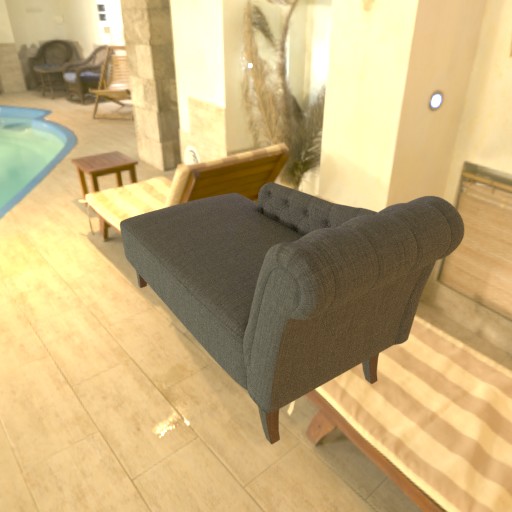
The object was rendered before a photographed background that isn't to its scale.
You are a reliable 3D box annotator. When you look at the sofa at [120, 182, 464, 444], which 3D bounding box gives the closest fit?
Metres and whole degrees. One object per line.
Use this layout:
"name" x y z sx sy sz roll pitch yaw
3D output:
"sofa" 0.000 0.000 1.796 0.675 0.787 1.379 -19 34 -30
